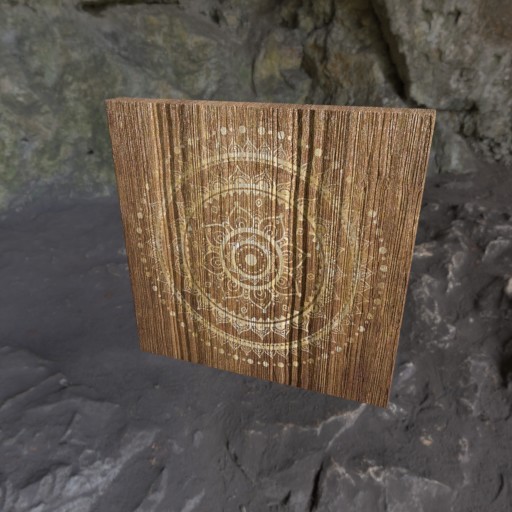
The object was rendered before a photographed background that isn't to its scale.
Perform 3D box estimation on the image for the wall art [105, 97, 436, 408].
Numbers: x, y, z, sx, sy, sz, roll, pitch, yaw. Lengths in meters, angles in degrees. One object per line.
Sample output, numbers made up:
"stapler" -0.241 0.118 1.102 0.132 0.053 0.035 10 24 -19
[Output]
"wall art" 0.000 0.000 0.618 0.406 0.403 0.039 8 27 17
